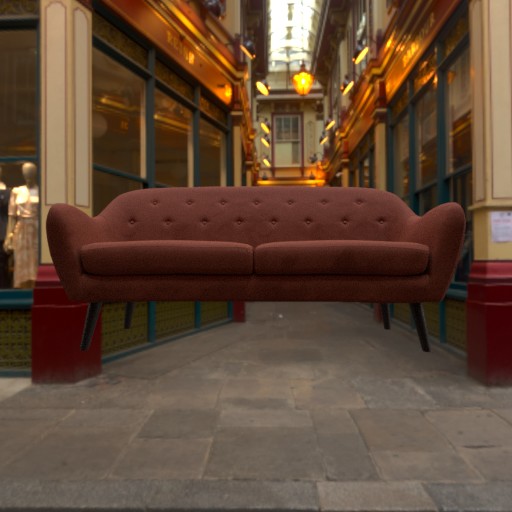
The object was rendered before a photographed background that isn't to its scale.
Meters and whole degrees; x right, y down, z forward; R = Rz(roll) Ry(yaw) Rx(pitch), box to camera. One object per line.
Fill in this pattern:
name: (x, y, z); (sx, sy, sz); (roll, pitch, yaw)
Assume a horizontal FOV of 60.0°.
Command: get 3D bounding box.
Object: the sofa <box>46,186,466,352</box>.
sofa: (0.000, 0.000, 2.286); (1.840, 0.836, 0.820); (0, 0, 1)
